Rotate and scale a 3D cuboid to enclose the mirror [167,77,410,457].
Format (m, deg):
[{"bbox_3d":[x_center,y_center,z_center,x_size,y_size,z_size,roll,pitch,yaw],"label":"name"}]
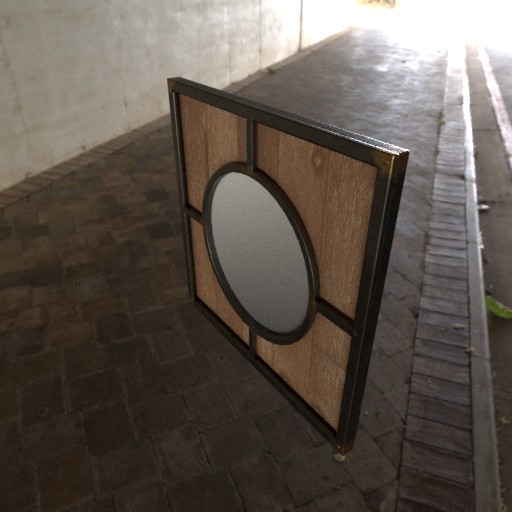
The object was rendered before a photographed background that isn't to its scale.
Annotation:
[{"bbox_3d":[0.000,0.000,0.574,0.020,0.381,0.382,-21,38,-30],"label":"mirror"}]
